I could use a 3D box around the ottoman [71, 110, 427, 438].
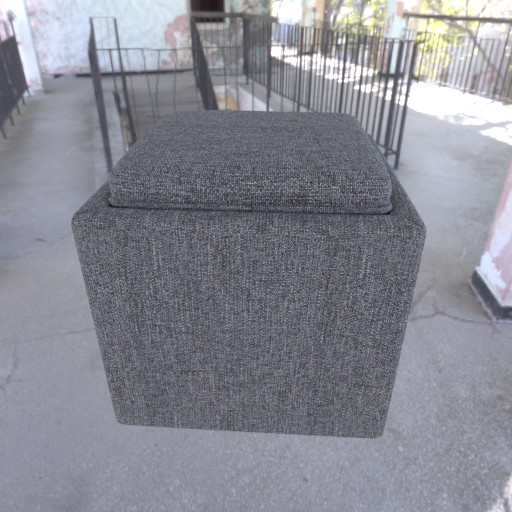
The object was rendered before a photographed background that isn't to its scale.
[{"bbox_3d":[0.000,0.000,0.819,0.450,0.460,0.450,2,30,3],"label":"ottoman"}]
